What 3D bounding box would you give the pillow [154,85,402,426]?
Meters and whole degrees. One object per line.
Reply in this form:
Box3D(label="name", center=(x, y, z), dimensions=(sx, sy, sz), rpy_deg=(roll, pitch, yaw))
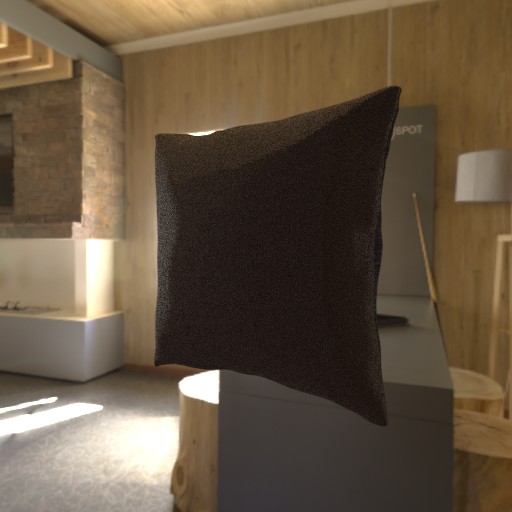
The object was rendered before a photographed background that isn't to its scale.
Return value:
Box3D(label="pillow", center=(0.000, 0.000, 0.698), dimensions=(0.452, 0.439, 0.204), rpy_deg=(1, 3, 35))
